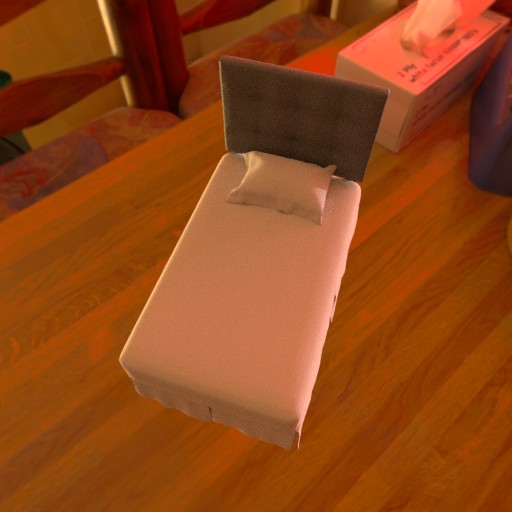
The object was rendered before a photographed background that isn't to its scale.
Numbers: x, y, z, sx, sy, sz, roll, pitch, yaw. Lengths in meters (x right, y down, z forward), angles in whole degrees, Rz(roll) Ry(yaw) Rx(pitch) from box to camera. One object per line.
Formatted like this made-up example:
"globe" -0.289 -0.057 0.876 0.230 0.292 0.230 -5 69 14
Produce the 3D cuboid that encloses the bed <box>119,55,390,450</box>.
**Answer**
"bed" 0.000 0.000 3.036 1.261 1.571 1.997 16 59 10
